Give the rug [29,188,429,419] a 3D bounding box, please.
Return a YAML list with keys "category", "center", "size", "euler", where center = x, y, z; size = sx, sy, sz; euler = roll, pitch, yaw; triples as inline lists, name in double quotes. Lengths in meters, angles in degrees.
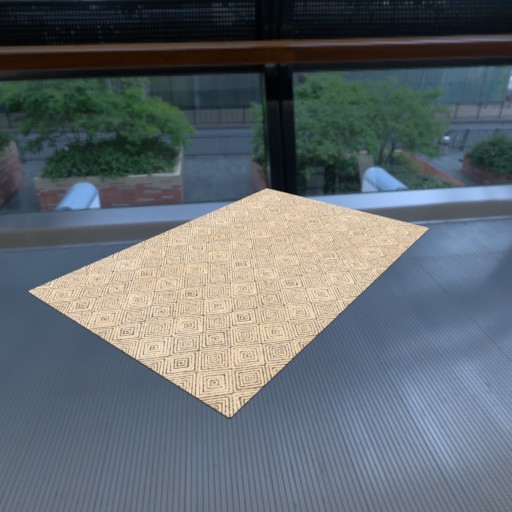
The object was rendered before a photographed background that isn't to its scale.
- category: "rug"
  center: [0.000, 0.000, 2.272]
  size: [1.175, 0.008, 1.783]
  euler: [19, 33, 33]
